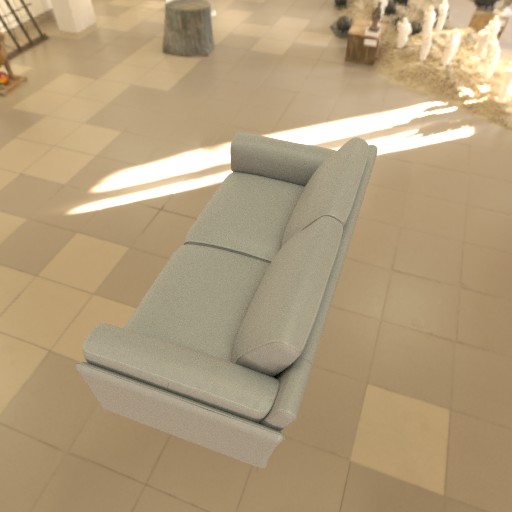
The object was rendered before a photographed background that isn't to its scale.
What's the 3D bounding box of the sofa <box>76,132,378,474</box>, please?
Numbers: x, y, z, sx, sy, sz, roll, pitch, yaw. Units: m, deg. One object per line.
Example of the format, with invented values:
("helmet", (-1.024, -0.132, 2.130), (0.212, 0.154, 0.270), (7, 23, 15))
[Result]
("sofa", (0.000, 0.000, 2.666), (1.049, 0.930, 2.101), (15, 48, 14))
